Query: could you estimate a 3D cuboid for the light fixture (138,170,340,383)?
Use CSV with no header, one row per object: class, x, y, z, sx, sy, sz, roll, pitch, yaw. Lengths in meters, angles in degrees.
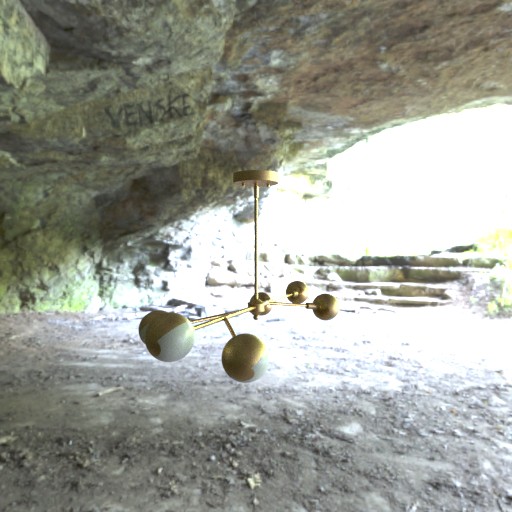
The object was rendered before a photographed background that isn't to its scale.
light fixture,0.000,0.000,0.982,0.434,0.362,0.778,0,1,36
